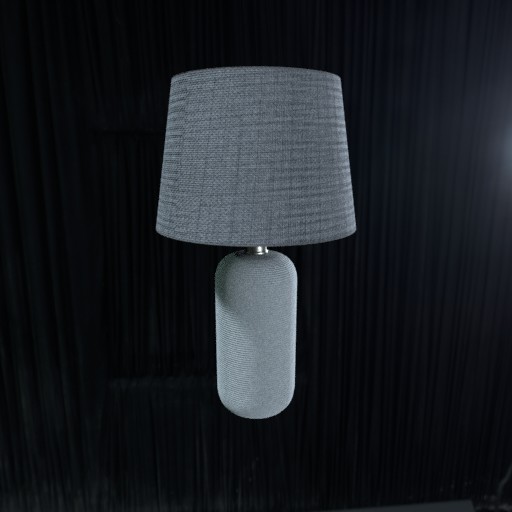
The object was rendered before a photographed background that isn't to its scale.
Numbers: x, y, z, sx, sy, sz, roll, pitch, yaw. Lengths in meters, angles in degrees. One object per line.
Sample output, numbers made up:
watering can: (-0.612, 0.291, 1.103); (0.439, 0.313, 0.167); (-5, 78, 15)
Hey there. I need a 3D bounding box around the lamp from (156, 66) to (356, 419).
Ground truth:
lamp: (0.000, 0.000, 0.579); (0.251, 0.429, 0.251); (0, 14, 0)
